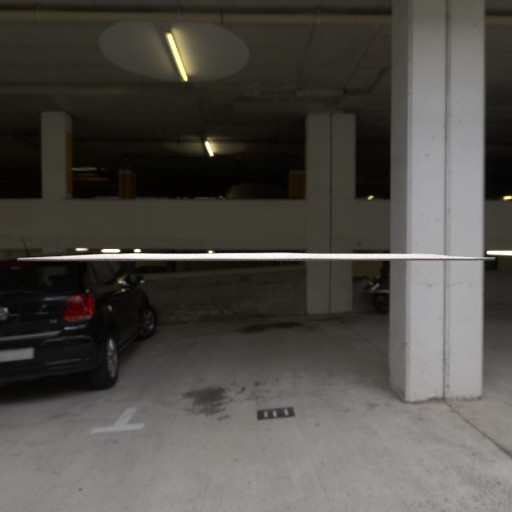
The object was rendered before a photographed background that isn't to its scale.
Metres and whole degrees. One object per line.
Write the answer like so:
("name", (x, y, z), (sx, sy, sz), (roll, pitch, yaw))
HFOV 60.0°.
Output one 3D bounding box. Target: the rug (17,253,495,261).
("rug", (0.000, 0.000, 1.055), (0.869, 0.008, 0.511), (0, 1, -1))
